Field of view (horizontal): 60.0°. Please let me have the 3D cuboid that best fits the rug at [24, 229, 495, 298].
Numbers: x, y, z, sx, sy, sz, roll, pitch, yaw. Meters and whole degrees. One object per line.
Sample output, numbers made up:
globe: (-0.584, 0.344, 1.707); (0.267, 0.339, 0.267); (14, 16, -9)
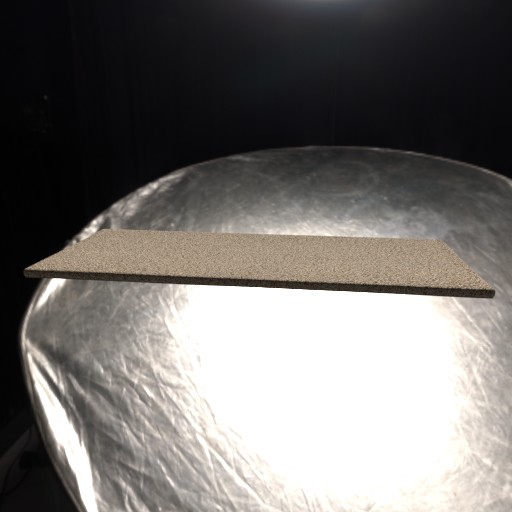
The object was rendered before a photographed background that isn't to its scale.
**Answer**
rug: (0.000, 0.000, 1.700); (1.524, 0.030, 0.609); (2, 17, 7)
